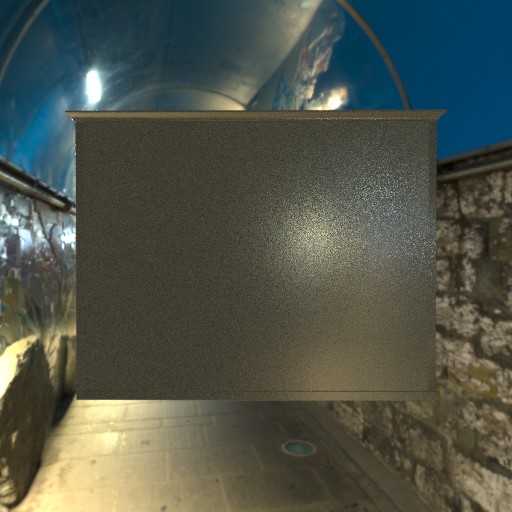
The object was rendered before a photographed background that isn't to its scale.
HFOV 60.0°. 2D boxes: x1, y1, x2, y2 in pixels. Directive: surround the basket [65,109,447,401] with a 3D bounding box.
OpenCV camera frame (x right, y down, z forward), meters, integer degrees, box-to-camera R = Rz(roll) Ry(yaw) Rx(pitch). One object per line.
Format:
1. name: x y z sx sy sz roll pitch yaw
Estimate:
1. basket: 0.000 0.000 1.083 0.780 0.600 0.350 0 1 0
